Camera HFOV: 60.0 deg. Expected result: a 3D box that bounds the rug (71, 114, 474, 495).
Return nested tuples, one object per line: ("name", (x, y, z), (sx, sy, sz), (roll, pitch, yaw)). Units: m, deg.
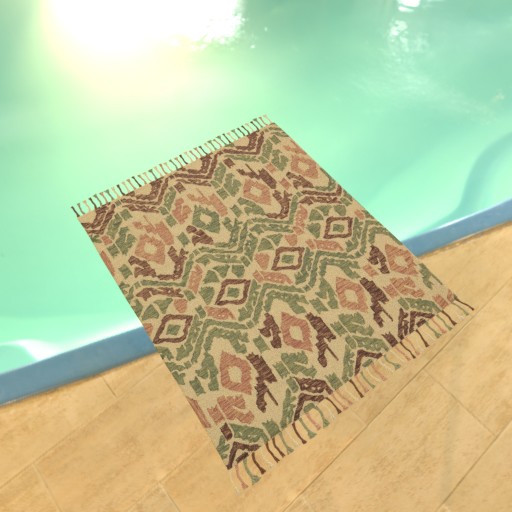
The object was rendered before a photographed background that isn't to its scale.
("rug", (0.000, 0.000, 4.059), (2.438, 0.010, 3.048), (-31, 63, -18))
